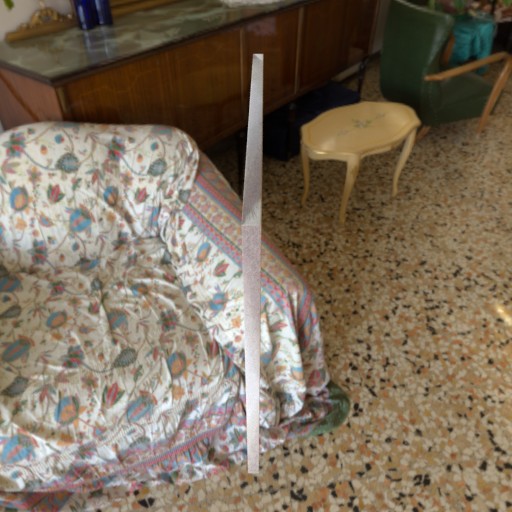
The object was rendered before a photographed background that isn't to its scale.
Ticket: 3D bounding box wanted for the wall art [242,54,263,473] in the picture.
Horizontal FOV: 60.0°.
[{"bbox_3d":[0.000,0.000,1.137,0.027,0.762,0.762,1,41,1],"label":"wall art"}]
